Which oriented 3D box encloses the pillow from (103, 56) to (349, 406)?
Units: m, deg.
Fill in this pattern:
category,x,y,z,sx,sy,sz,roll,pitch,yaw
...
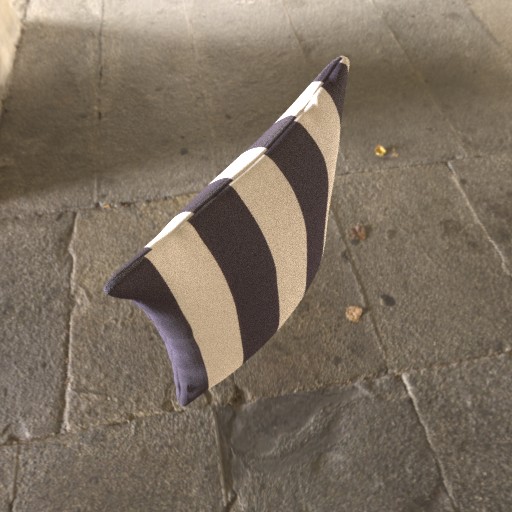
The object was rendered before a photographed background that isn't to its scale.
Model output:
category,x,y,z,sx,sy,sz,roll,pitch,yaw
pillow,0.000,0.000,0.808,0.189,0.526,0.536,30,62,18
